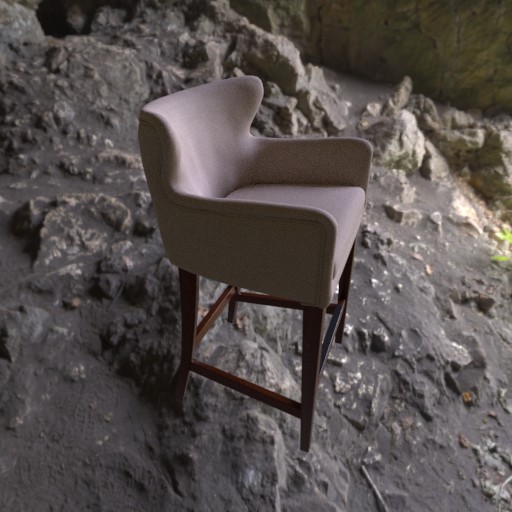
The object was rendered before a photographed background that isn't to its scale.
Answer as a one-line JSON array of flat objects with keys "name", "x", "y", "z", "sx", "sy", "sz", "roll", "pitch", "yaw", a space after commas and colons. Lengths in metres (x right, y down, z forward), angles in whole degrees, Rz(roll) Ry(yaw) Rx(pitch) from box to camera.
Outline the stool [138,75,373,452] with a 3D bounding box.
[{"name": "stool", "x": 0.000, "y": 0.000, "z": 1.365, "sx": 0.570, "sy": 0.951, "sz": 0.601, "roll": 11, "pitch": 32, "yaw": 17}]
